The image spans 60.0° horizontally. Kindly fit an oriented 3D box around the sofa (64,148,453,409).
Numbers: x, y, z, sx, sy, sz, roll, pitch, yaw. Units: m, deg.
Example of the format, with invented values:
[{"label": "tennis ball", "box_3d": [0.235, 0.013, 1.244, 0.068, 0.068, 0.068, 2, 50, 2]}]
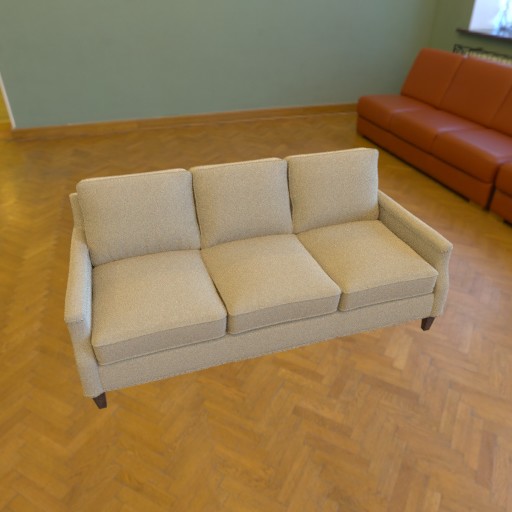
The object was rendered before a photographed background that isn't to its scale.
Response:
[{"label": "sofa", "box_3d": [0.000, 0.000, 2.851, 2.246, 1.003, 1.084, -10, 34, -15]}]
